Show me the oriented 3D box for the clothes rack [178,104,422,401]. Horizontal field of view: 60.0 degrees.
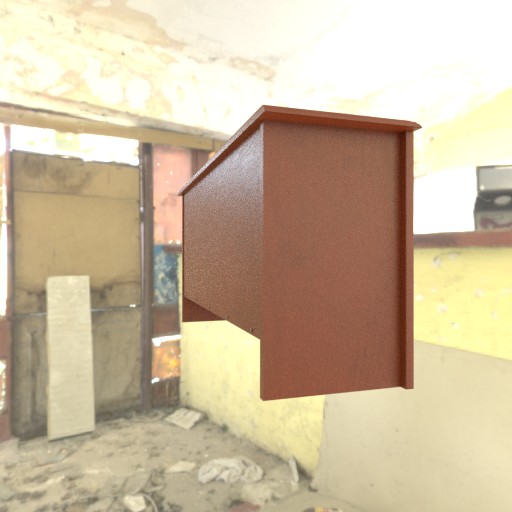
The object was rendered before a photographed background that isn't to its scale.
[{"bbox_3d":[0.000,0.000,1.505,0.362,0.594,1.251,0,0,-18],"label":"clothes rack"}]
